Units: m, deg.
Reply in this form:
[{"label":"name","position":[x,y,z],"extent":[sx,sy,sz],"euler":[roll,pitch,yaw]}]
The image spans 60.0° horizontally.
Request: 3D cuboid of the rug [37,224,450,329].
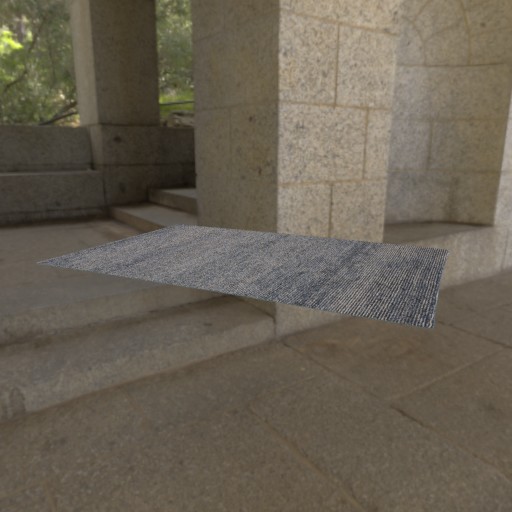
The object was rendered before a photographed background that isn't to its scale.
[{"label":"rug","position":[0.000,0.000,2.199],"extent":[1.740,0.010,1.135],"euler":[7,16,25]}]
